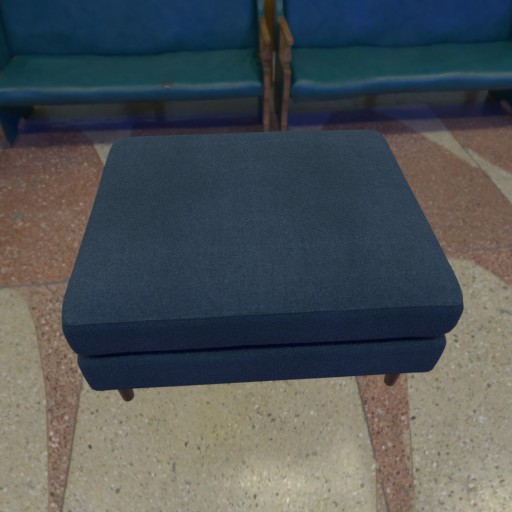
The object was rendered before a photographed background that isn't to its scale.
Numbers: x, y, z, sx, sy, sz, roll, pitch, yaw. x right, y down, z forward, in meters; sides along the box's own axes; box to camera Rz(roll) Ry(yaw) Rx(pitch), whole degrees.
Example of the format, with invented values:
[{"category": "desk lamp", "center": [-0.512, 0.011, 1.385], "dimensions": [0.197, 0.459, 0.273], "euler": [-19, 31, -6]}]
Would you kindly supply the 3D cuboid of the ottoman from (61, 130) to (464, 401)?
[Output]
[{"category": "ottoman", "center": [0.000, 0.000, 1.225], "dimensions": [0.821, 0.474, 0.693], "euler": [-3, 45, -3]}]
